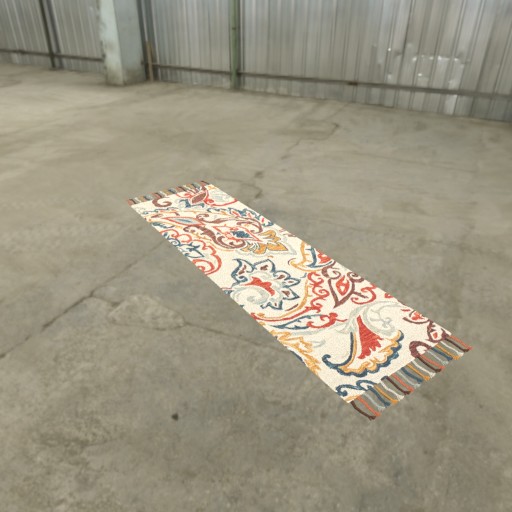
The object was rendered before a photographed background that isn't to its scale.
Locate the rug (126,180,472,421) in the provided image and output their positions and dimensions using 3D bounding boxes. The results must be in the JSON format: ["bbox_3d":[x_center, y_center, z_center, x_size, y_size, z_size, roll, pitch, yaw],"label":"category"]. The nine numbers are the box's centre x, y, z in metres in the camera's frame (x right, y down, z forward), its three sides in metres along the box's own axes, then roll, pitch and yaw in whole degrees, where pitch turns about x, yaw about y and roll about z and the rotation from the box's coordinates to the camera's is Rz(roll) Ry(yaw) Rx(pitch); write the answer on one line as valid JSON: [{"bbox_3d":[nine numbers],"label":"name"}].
[{"bbox_3d":[0.000,0.000,2.961,0.763,0.015,2.682,-21,38,-30],"label":"rug"}]
